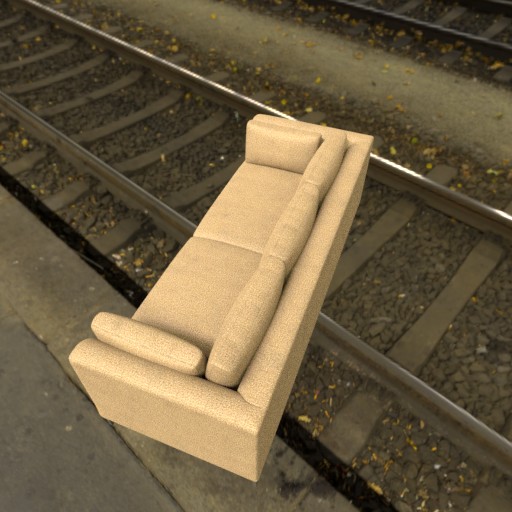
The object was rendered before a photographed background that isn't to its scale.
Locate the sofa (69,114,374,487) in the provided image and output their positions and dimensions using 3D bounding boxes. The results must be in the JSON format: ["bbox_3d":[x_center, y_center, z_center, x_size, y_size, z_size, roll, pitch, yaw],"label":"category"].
[{"bbox_3d":[0.000,0.000,2.923,0.969,0.867,2.415,16,49,15],"label":"sofa"}]
